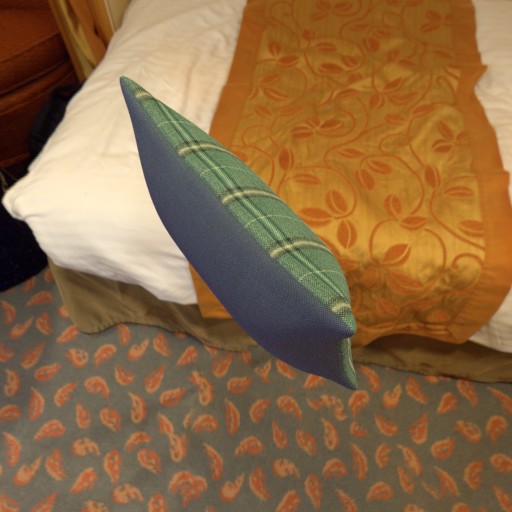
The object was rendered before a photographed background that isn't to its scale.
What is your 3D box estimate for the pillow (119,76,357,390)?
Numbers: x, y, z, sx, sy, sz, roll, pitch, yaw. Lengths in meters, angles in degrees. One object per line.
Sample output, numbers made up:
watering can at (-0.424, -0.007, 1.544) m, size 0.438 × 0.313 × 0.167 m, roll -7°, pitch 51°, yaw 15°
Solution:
pillow at (0.000, 0.000, 0.691) m, size 0.200 × 0.430 × 0.453 m, roll -32°, pitch 63°, yaw -19°
